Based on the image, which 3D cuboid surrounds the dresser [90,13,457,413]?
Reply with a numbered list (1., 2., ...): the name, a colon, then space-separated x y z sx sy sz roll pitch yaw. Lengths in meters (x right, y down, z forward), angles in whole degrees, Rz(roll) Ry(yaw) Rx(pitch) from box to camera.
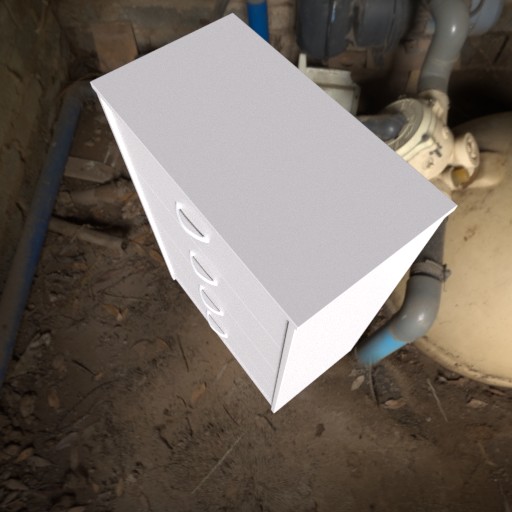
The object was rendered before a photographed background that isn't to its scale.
1. dresser: 0.000 0.000 1.345 0.401 1.021 0.704 -34 68 -16
